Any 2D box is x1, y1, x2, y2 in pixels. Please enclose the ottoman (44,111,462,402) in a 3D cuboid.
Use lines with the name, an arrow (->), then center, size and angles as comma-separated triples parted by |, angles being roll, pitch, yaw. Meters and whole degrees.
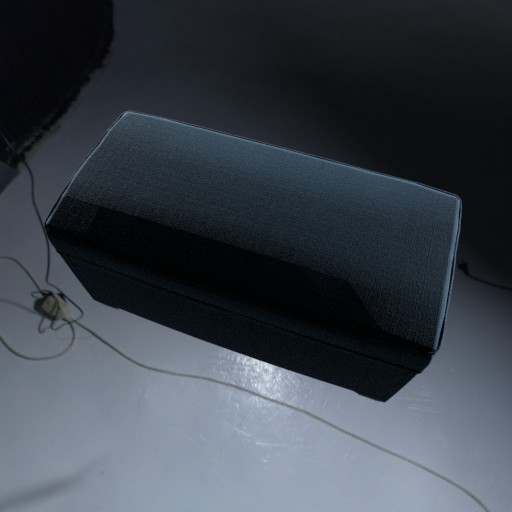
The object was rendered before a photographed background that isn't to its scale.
ottoman -> 0.000, 0.000, 1.245 | 0.943, 0.474, 0.474 | 17, 61, 10
